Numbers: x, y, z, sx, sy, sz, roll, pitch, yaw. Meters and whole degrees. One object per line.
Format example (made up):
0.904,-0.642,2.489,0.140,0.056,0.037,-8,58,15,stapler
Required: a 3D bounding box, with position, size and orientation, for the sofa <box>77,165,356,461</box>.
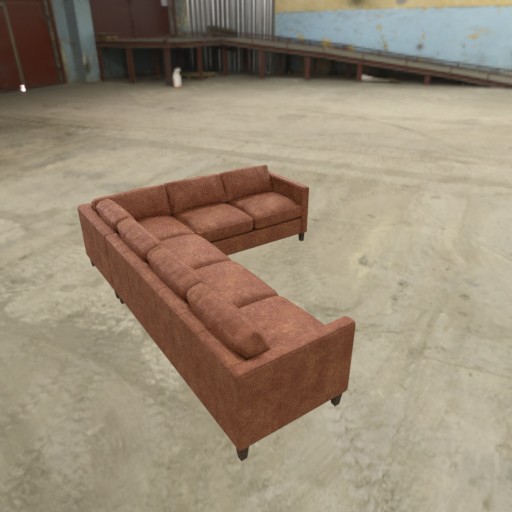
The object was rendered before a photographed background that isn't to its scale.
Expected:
0.000,0.000,4.240,2.438,0.838,3.167,-17,32,-30,sofa
